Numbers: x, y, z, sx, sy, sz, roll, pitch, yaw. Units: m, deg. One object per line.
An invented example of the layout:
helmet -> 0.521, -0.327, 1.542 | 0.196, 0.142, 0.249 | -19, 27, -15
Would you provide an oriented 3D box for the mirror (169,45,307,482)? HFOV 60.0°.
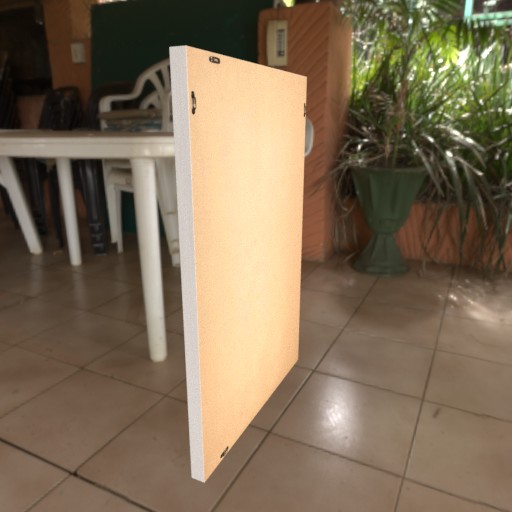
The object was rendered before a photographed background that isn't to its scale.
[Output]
mirror -> 0.000, 0.000, 1.151 | 0.040, 0.915, 0.609 | 8, 19, 25
